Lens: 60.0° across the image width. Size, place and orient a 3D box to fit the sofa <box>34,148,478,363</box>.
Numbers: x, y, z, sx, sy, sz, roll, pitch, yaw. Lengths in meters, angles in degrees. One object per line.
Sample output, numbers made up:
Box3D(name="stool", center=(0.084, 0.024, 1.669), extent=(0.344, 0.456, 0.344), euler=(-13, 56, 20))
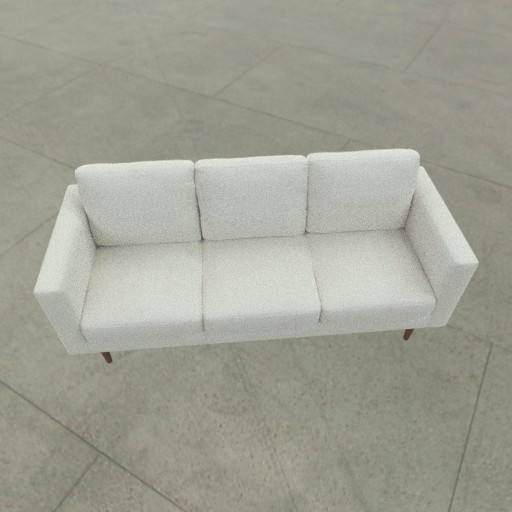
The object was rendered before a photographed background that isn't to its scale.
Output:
Box3D(name="sofa", center=(0.000, 0.000, 2.414), extent=(2.029, 0.912, 0.802), euler=(-4, 47, -3))
